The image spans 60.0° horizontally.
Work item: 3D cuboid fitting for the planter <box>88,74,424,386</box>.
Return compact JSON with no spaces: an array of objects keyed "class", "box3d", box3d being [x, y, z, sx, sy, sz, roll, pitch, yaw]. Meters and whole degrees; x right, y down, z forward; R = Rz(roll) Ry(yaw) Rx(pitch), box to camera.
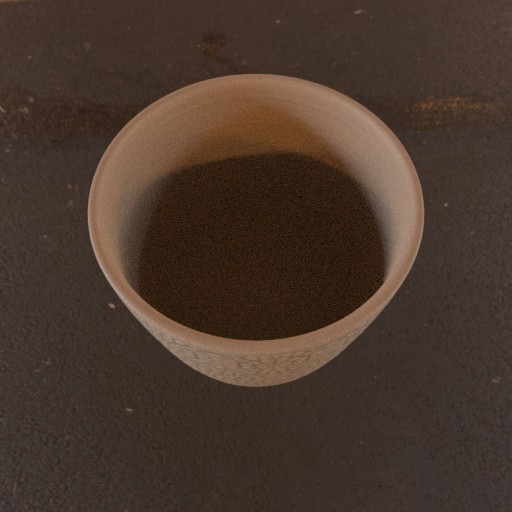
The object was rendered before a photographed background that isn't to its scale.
[{"class":"planter","box3d":[0.000,0.000,0.213,0.124,0.109,0.124,0,62,0]}]
